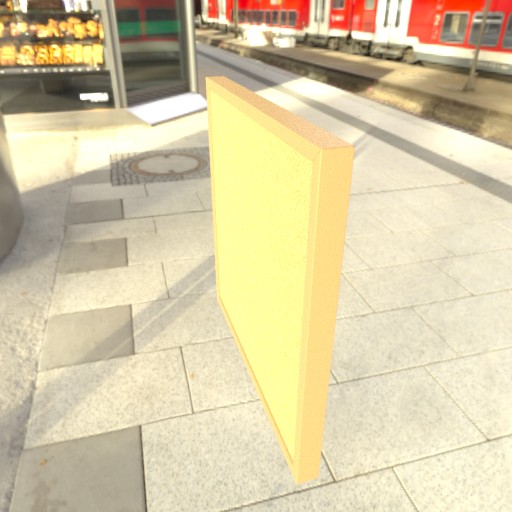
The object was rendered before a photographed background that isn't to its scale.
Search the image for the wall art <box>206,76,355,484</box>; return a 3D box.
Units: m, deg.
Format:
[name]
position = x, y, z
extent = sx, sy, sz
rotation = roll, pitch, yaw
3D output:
[wall art]
position = 0.000, 0.000, 0.756
extent = 0.036, 0.509, 0.509
rotation = -9, 31, -16
